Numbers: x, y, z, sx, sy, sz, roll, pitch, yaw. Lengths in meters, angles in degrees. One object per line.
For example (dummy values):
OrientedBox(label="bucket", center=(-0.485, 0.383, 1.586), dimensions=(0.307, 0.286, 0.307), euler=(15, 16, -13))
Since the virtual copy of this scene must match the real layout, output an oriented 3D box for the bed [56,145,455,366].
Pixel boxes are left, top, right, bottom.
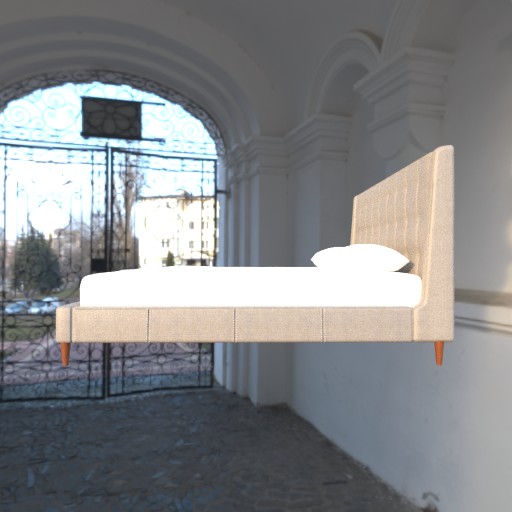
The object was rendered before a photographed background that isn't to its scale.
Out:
OrientedBox(label="bed", center=(0.000, 0.000, 3.594), dimensions=(2.342, 1.289, 2.062), euler=(0, 0, -1))
